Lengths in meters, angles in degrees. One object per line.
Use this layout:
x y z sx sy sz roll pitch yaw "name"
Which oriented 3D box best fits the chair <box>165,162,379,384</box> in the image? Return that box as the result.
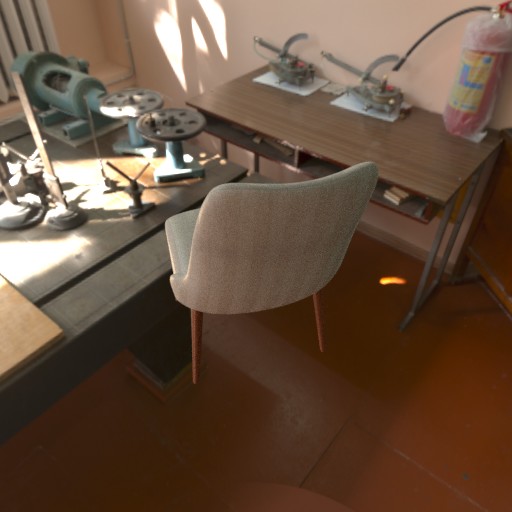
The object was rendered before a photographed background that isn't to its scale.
0.000 0.000 1.336 0.526 0.917 0.684 -11 42 -12 "chair"
